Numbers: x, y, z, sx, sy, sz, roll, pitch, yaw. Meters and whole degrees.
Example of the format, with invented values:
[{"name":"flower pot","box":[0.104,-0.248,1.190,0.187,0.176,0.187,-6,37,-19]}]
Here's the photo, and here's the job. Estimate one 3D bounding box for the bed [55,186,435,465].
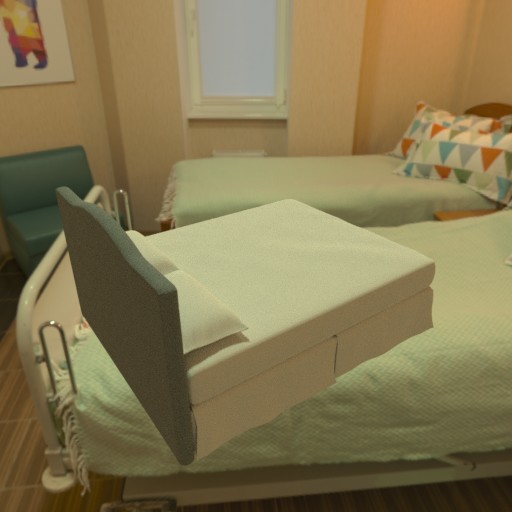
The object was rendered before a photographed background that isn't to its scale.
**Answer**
[{"name":"bed","box":[0.000,0.000,3.964,2.689,1.457,2.161,-19,33,-31]}]
